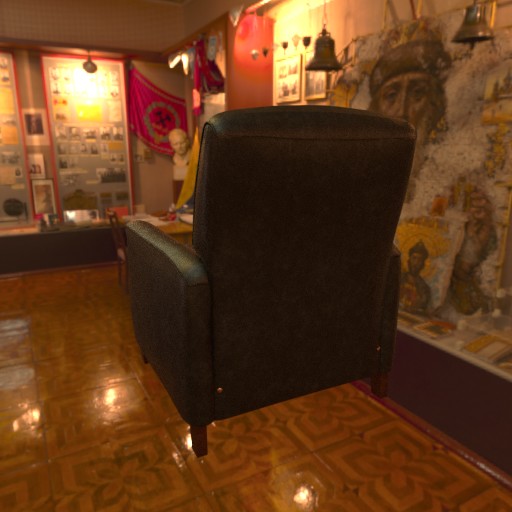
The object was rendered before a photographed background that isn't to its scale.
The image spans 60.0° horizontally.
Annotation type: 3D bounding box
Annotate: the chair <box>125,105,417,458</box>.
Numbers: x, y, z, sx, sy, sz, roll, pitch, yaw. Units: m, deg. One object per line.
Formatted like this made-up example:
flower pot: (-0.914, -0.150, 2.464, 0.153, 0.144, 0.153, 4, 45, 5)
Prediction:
chair: (0.000, 0.000, 1.667, 0.848, 1.014, 0.864, -7, 15, -26)
